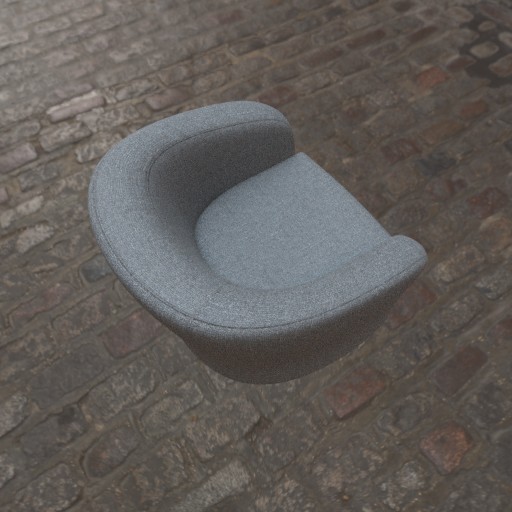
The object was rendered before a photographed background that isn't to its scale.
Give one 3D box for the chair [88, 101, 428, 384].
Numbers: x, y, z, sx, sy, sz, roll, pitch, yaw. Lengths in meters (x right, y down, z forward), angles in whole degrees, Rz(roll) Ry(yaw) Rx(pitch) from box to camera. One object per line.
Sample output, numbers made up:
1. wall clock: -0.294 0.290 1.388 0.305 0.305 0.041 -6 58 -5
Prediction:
1. chair: 0.000 0.000 1.415 0.815 0.771 0.791 -30 63 -17
